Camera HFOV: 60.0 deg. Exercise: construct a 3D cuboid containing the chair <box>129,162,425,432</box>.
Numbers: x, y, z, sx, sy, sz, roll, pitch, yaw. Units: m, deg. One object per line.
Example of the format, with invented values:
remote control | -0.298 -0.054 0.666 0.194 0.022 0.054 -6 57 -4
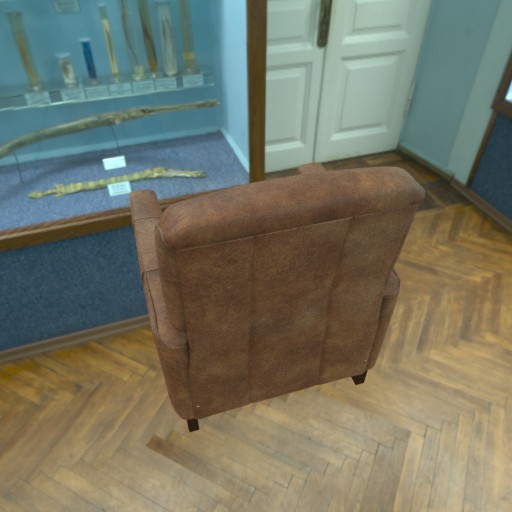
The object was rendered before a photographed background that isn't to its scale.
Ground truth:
chair | 0.000 0.000 1.662 0.843 1.043 0.836 -11 43 -13
